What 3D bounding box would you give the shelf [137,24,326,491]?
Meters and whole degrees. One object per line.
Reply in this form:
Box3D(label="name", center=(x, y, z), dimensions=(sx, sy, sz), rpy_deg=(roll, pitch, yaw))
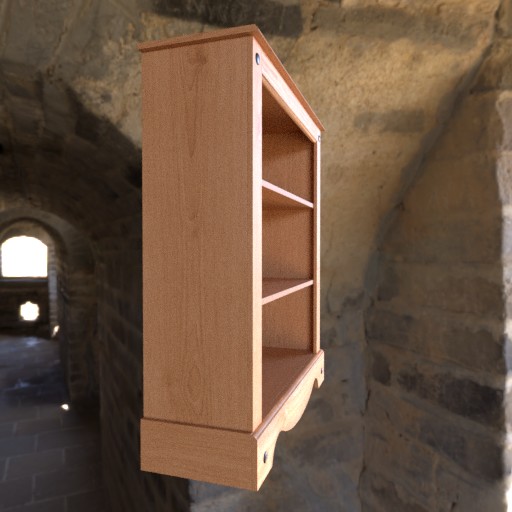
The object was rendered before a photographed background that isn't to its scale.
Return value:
Box3D(label="shelf", center=(0.000, 0.000, 1.369), dimensions=(0.291, 0.980, 0.840), rpy_deg=(0, 1, 18))
